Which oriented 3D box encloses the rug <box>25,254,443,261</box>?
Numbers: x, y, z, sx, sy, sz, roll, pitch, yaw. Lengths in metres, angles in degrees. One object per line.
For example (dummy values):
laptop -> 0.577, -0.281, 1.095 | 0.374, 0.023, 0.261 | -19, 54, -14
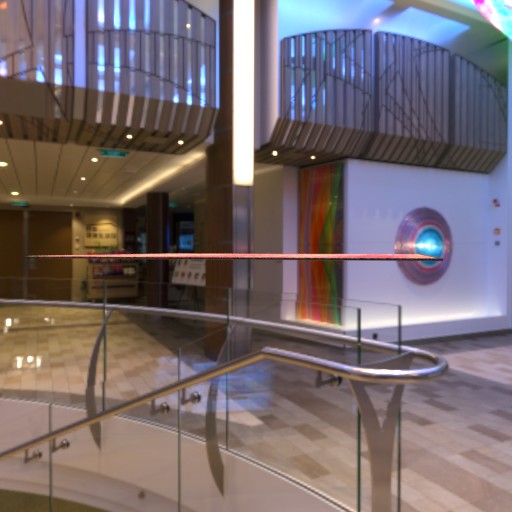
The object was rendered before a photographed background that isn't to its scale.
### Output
rug -> 0.000, 0.000, 4.148 | 3.032, 0.020, 2.411 | 0, 1, 18
